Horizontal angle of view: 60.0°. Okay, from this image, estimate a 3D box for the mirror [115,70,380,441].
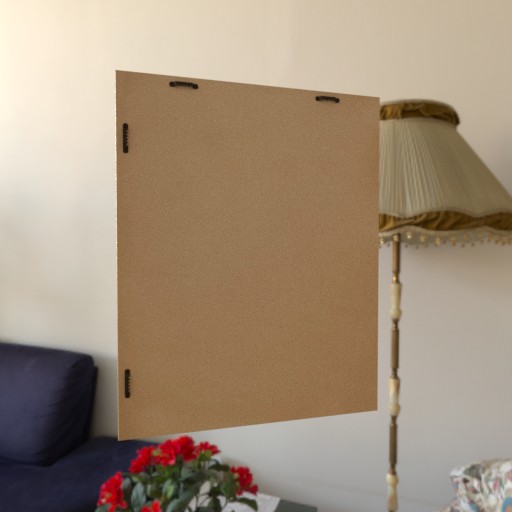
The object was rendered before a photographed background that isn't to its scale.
[{"bbox_3d":[0.000,0.000,0.677,0.405,0.508,0.041,0,2,-16],"label":"mirror"}]
